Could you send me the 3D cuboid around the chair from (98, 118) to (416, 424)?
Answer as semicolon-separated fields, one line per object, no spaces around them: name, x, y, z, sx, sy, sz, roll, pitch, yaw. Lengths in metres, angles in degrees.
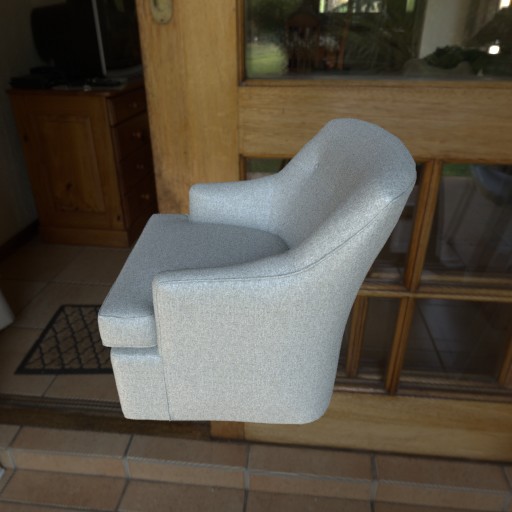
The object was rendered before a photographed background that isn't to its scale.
chair;0.000;0.000;1.578;0.923;0.856;0.864;0;28;0
